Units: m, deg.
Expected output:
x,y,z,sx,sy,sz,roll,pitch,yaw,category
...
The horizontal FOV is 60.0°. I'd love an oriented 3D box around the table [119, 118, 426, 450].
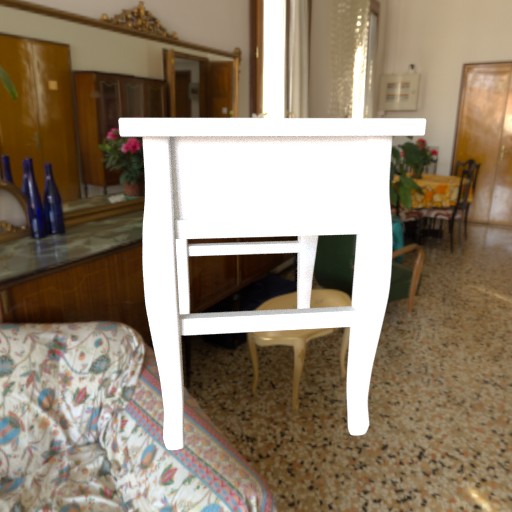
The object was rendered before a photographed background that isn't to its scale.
x,y,z,sx,sy,sz,roll,pitch,yaw,category
0.000,0.000,1.025,0.463,0.605,0.599,-2,17,-6,table
